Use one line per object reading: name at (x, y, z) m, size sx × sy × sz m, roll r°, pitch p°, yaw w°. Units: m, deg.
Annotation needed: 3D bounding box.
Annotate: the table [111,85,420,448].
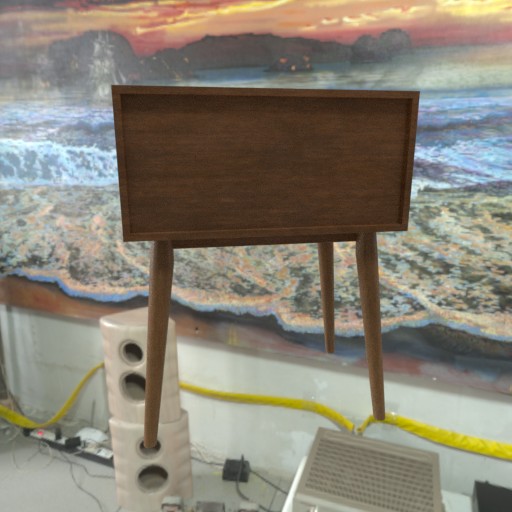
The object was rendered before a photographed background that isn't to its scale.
table at (0.000, 0.000, 0.858) m, size 0.454 × 0.580 × 0.307 m, roll -3°, pitch 15°, yaw -10°
